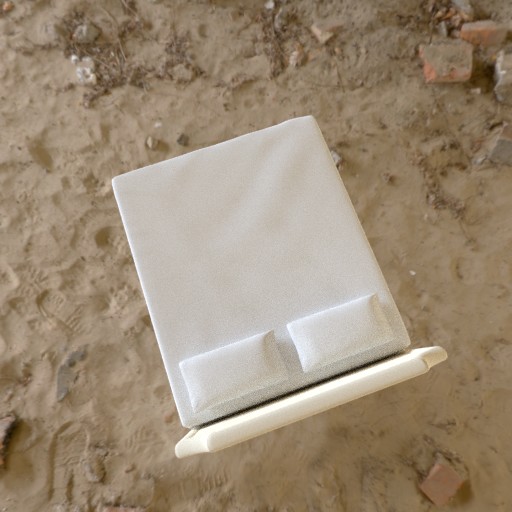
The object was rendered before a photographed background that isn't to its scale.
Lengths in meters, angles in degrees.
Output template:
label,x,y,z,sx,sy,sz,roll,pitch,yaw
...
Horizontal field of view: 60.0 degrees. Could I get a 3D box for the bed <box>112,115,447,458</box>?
label,x,y,z,sx,sy,sz,roll,pitch,yaw
bed,0.000,0.000,4.138,2.350,1.590,2.773,-19,76,-5
